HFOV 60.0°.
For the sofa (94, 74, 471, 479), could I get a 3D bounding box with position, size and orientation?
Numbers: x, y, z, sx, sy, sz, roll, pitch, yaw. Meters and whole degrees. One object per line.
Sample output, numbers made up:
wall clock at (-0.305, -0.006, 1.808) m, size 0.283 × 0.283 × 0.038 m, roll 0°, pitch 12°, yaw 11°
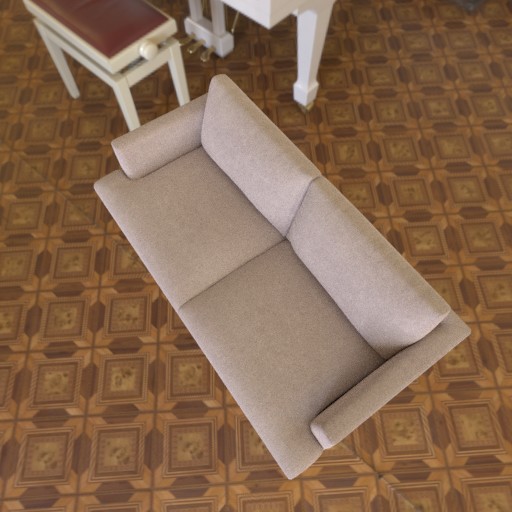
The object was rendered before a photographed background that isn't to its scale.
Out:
sofa at (0.000, 0.000, 2.395) m, size 1.020 × 0.868 × 1.948 m, roll -33°, pitch 68°, yaw -15°
